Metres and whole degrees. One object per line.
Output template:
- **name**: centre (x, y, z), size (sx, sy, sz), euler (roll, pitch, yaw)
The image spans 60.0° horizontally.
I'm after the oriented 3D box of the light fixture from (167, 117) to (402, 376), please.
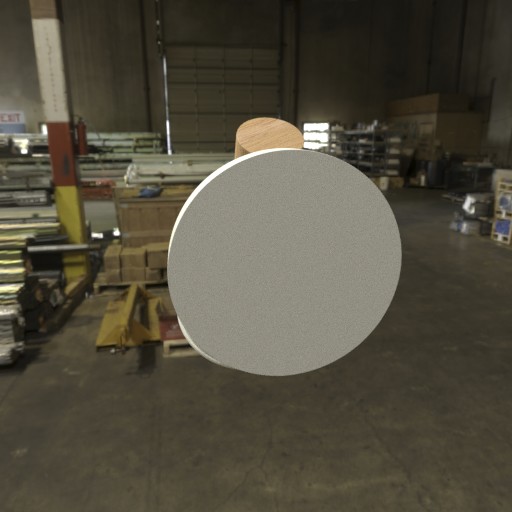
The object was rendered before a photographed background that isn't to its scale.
- **light fixture**: centre (0.000, 0.000, 0.338), size (0.127, 0.199, 0.209), euler (-3, 15, -10)
